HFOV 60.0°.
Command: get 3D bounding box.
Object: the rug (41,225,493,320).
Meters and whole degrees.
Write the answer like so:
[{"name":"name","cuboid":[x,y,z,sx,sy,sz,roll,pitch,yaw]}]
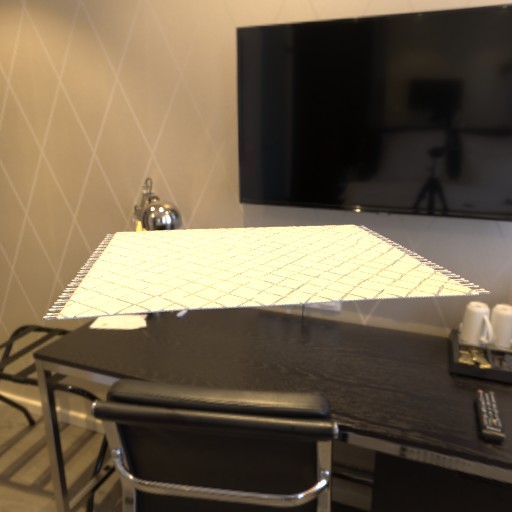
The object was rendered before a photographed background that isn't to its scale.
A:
[{"name":"rug","cuboid":[0.000,0.000,4.800,3.585,0.036,2.892,-2,16,-8]}]
